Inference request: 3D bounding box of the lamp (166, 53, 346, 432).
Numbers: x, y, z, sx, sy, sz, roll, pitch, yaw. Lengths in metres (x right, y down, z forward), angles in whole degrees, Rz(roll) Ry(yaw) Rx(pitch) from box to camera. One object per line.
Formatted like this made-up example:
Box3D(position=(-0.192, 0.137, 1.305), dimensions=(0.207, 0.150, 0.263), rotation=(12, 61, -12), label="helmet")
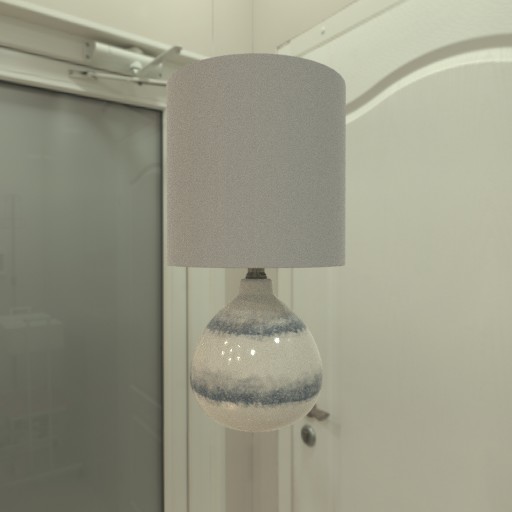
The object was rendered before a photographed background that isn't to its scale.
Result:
Box3D(position=(0.000, 0.000, 0.548), dimensions=(0.216, 0.404, 0.216), rotation=(-1, 1, -36), label="lamp")
